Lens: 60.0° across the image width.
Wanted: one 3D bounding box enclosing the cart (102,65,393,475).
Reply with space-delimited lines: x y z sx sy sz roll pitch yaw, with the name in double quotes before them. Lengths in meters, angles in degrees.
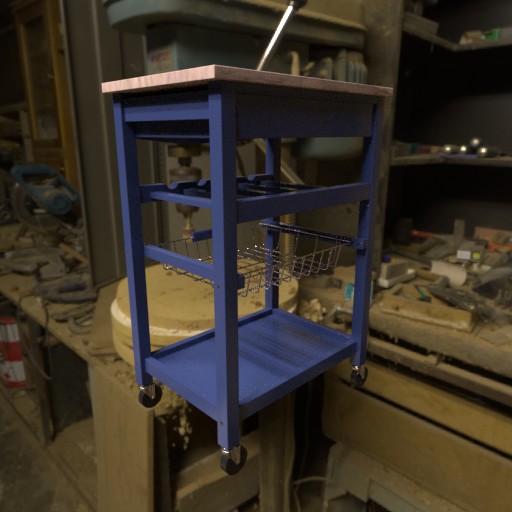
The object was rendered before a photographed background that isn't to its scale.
"cart" 0.000 0.000 1.167 0.584 0.839 0.403 -15 21 -42
